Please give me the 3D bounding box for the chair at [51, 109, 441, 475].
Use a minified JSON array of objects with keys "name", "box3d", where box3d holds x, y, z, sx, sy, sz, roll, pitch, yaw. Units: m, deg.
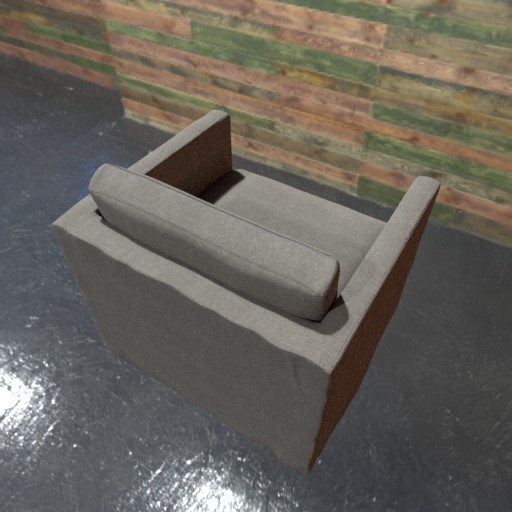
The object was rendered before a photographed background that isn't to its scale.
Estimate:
[{"name":"chair","box3d":[0.000,0.000,1.718,1.057,0.863,0.949,24,50,22]}]
